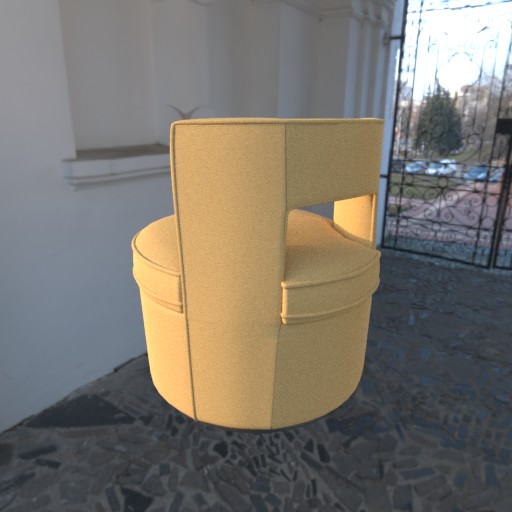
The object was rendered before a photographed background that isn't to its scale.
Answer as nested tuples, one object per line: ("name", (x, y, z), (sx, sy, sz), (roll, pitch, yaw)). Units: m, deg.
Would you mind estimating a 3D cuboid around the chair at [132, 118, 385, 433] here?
("chair", (0.000, 0.000, 1.215), (0.650, 0.723, 0.665), (-15, 23, -40))
